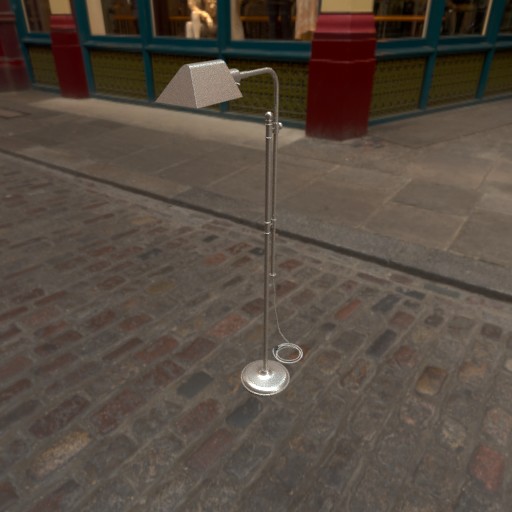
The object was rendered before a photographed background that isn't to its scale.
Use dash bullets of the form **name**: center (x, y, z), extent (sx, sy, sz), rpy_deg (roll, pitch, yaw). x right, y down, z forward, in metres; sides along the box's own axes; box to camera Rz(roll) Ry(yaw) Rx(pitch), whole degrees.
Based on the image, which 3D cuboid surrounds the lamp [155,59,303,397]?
- **lamp**: center (0.000, 0.000, 1.891), extent (0.256, 1.571, 0.813), rpy_deg (19, 34, 29)
